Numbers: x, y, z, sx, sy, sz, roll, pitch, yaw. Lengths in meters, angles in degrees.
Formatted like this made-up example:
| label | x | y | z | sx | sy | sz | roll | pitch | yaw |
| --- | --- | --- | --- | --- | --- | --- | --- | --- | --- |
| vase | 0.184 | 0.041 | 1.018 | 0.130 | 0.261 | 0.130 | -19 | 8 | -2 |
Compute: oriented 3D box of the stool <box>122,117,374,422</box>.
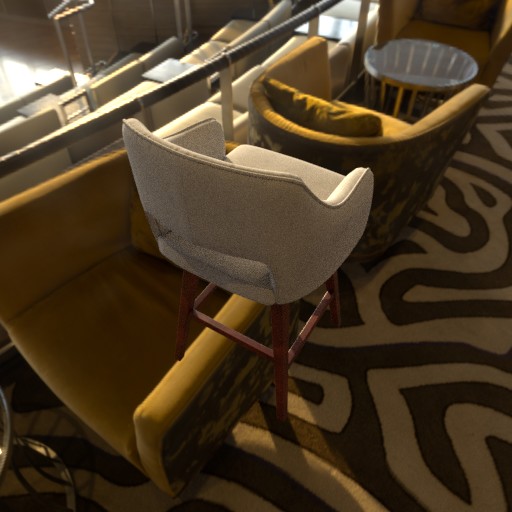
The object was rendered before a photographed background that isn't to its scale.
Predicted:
| label | x | y | z | sx | sy | sz | roll | pitch | yaw |
| --- | --- | --- | --- | --- | --- | --- | --- | --- | --- |
| stool | 0.000 | 0.000 | 1.350 | 0.548 | 1.012 | 0.558 | 24 | 51 | 21 |
